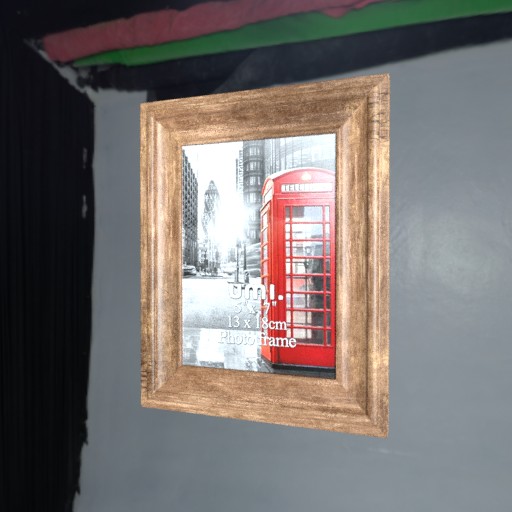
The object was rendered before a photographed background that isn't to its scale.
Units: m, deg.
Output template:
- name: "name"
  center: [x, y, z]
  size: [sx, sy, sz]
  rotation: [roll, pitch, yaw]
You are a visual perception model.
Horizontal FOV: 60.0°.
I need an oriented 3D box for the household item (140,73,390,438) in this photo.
- name: "household item"
  center: [0.000, 0.000, 0.323]
  size: [0.186, 0.237, 0.018]
  rotation: [0, 1, 19]
